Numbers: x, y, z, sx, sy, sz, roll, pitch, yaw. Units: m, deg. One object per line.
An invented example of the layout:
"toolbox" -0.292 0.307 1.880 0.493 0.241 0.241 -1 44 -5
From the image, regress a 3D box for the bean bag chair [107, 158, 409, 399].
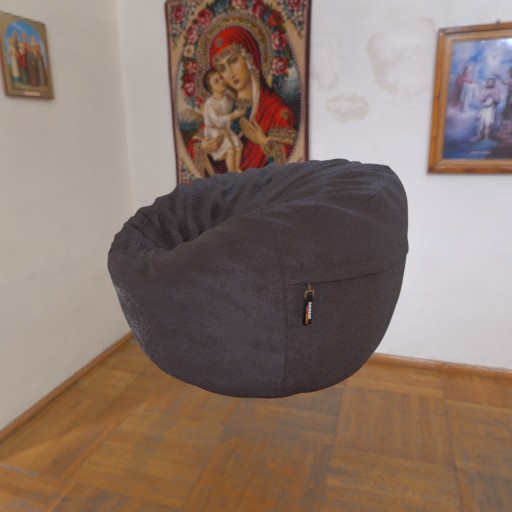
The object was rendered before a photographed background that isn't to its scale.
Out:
"bean bag chair" 0.000 0.000 1.976 1.245 0.821 1.245 0 16 0
